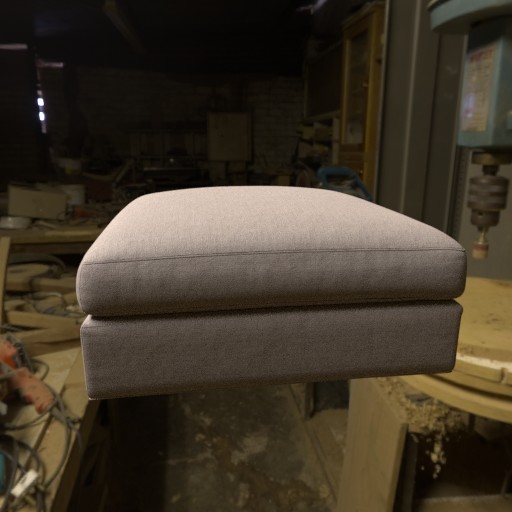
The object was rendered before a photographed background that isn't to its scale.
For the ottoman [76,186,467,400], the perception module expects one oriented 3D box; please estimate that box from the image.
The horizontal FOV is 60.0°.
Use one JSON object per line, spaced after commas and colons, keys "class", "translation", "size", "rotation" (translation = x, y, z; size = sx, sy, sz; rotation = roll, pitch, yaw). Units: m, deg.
{"class": "ottoman", "translation": [0.000, 0.000, 1.630], "size": [1.041, 0.470, 1.041], "rotation": [-2, 15, -8]}
